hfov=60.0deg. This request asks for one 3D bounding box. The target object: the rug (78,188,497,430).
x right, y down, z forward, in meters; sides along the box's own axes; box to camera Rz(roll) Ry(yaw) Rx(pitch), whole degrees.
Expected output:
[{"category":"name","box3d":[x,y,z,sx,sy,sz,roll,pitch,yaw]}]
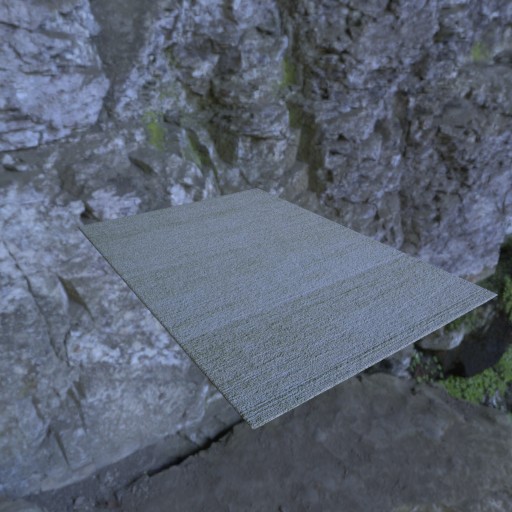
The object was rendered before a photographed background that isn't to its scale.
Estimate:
[{"category":"rug","box3d":[0.000,0.000,4.880,2.782,0.025,3.935,-17,31,-31]}]
